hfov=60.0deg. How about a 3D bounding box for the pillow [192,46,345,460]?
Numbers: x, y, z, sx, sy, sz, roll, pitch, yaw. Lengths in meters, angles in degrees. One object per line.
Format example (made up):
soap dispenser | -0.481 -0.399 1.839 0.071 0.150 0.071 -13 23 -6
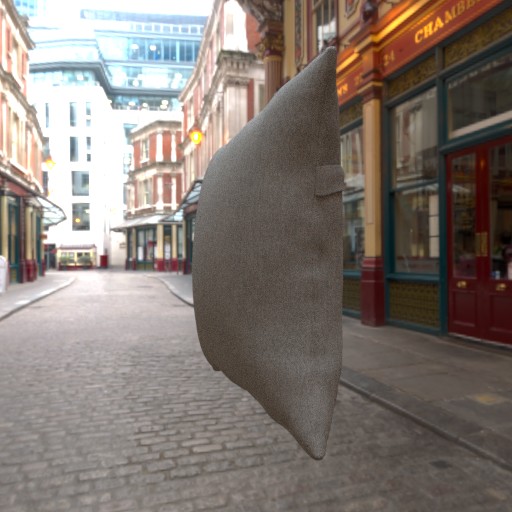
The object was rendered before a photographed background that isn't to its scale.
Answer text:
pillow | 0.000 0.000 0.661 0.173 0.436 0.433 0 -1 -19
